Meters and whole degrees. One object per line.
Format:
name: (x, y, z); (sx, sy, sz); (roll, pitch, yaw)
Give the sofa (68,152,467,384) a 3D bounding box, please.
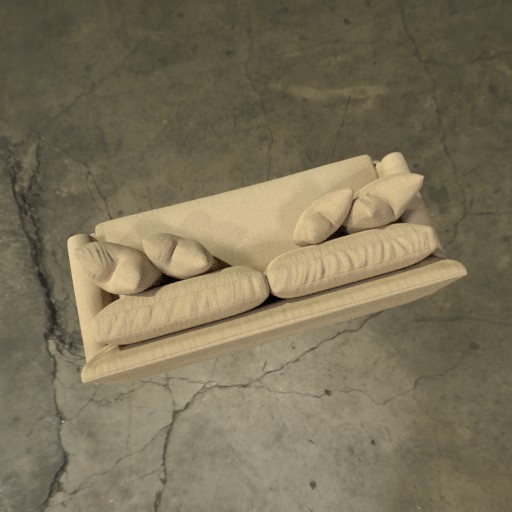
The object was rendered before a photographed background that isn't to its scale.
sofa: (0.000, 0.000, 2.855); (2.285, 0.904, 1.067); (-15, 75, -4)
